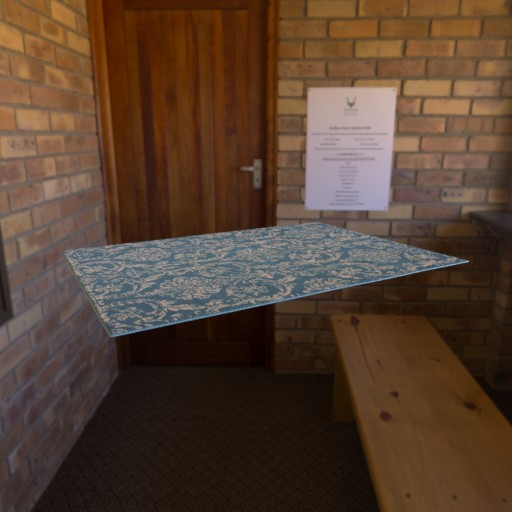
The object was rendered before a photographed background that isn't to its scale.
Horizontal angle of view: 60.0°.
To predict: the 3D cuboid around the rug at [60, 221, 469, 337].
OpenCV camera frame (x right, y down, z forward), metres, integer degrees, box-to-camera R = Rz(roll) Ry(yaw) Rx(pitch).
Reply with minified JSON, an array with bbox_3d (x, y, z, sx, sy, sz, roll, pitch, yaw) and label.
[{"bbox_3d":[0.000,0.000,2.912,2.205,0.012,1.554,-8,17,-29],"label":"rug"}]
